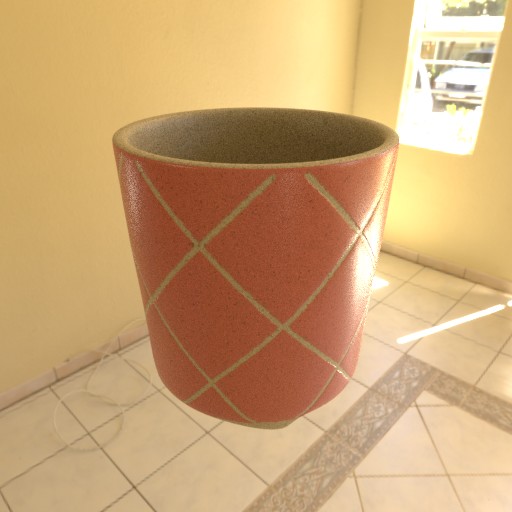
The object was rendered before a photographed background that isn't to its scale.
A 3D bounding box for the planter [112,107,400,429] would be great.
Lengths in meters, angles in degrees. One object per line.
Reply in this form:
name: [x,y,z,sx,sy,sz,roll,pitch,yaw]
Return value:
planter: [0.000,0.000,0.417,0.227,0.235,0.227,0,27,0]
